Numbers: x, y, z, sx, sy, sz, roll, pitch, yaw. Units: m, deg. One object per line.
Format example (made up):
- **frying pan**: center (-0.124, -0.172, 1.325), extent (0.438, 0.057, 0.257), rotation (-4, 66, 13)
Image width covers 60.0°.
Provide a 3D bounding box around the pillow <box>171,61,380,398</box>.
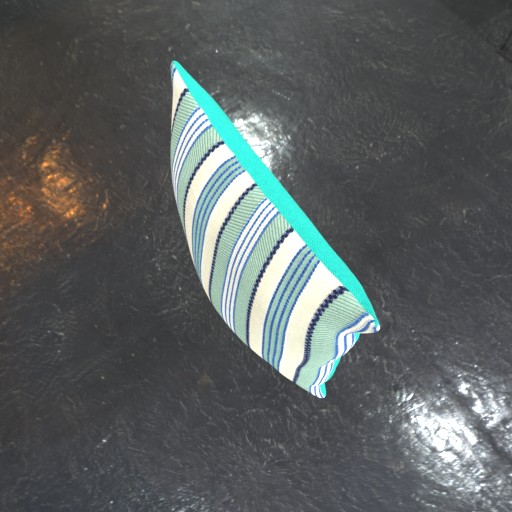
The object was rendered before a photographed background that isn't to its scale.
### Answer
- **pillow**: center (0.000, 0.000, 0.696), extent (0.182, 0.441, 0.440), rotation (-29, 67, -14)
